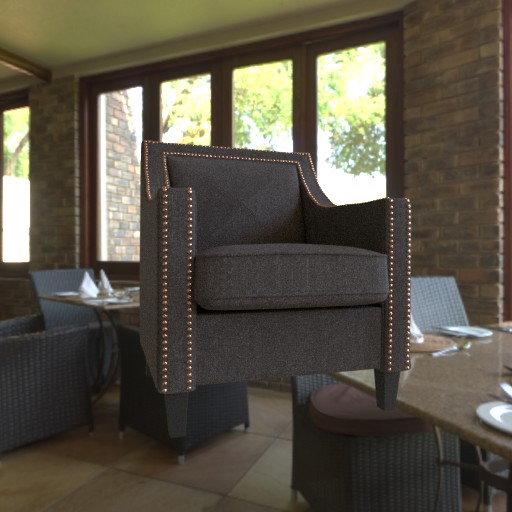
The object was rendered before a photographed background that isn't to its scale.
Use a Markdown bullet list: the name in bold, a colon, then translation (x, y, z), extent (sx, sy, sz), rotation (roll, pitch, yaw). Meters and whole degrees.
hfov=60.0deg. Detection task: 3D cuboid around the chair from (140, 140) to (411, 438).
- **chair**: translation (0.000, 0.000, 1.605), extent (0.776, 0.967, 0.884), rotation (0, 0, -18)
